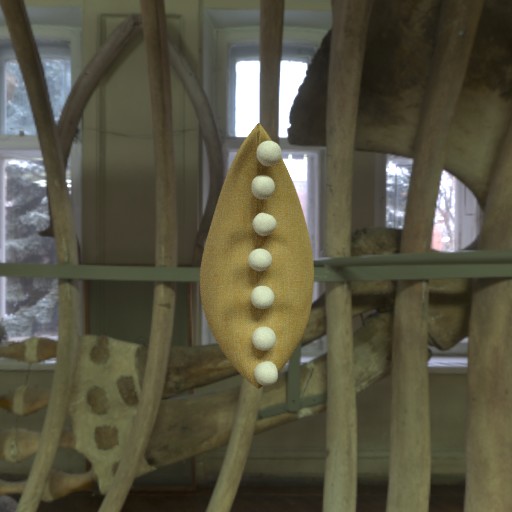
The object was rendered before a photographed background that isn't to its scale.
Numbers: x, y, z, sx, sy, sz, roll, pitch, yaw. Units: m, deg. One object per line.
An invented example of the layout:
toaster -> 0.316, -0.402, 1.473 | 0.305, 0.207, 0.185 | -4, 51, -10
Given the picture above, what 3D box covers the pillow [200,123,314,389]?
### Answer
pillow -> 0.000, 0.000, 0.855 | 0.201, 0.322, 0.709 | 0, 0, 0
